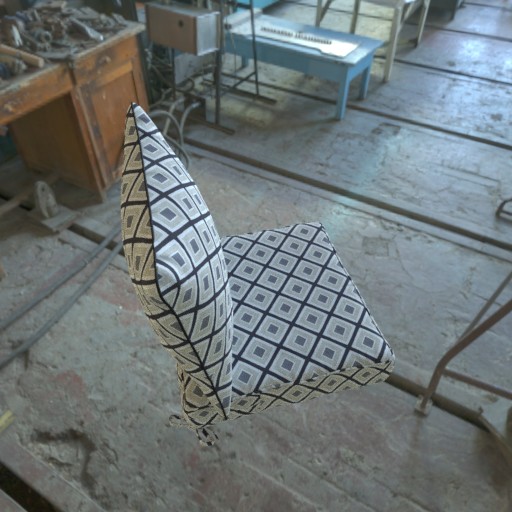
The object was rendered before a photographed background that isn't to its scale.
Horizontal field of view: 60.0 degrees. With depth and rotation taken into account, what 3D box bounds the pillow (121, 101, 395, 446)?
[{"bbox_3d":[0.000,0.000,1.360,0.733,0.722,0.798,-11,46,-10],"label":"pillow"}]
